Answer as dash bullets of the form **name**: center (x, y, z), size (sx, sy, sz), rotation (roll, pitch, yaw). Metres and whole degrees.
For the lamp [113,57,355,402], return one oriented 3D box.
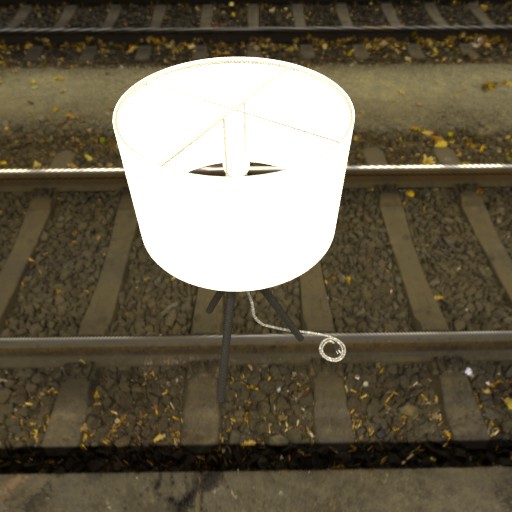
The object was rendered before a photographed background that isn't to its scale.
- **lamp**: center (0.000, 0.000, 0.912), size (0.422, 0.674, 0.353), rotation (-16, 49, -15)
